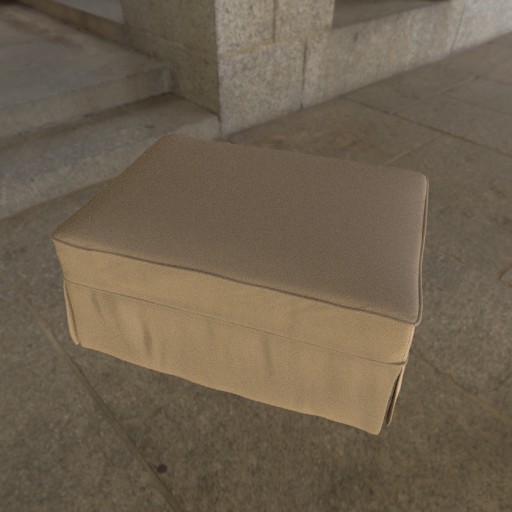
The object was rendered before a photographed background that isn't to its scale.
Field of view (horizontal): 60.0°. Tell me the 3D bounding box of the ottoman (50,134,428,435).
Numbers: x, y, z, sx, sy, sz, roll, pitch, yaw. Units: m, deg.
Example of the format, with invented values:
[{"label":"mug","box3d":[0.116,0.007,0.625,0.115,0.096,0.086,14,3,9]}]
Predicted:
[{"label":"ottoman","box3d":[0.000,0.000,1.348,0.959,0.482,0.721,12,41,14]}]
